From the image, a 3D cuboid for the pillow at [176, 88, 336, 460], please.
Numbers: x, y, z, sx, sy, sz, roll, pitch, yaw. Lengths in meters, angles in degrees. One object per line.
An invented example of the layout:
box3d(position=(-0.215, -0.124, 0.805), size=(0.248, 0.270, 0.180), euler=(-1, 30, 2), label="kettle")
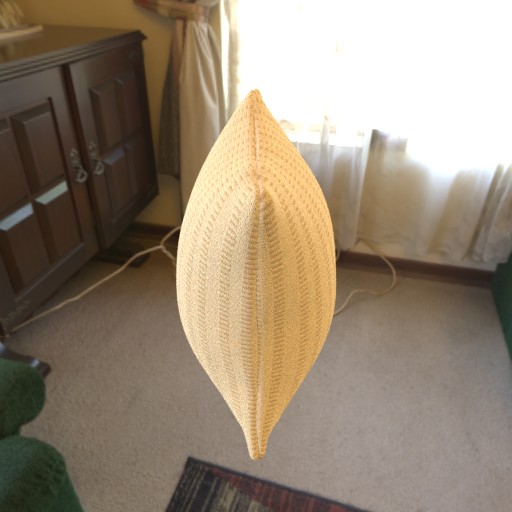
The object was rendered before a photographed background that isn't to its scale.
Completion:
box3d(position=(0.000, 0.000, 0.699), size=(0.247, 0.419, 0.438), euler=(-1, 33, -1), label="pillow")
